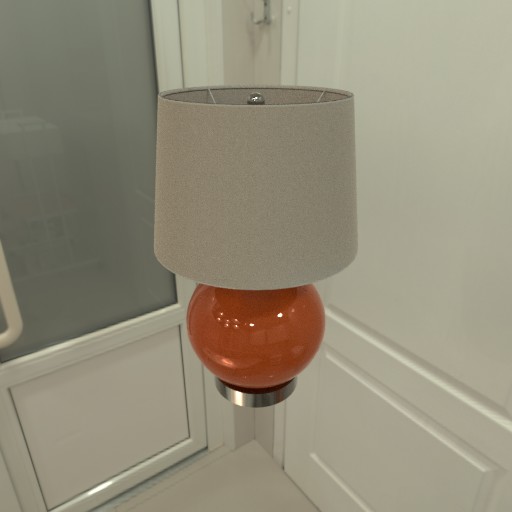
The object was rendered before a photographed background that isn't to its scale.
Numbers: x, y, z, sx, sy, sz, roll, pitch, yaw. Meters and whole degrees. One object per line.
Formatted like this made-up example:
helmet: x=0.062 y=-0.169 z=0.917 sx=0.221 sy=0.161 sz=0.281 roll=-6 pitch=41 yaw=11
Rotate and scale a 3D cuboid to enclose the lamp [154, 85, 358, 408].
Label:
lamp: x=0.000 y=0.000 z=0.556 sx=0.247 sy=0.387 sz=0.247 roll=0 pitch=26 yaw=0
